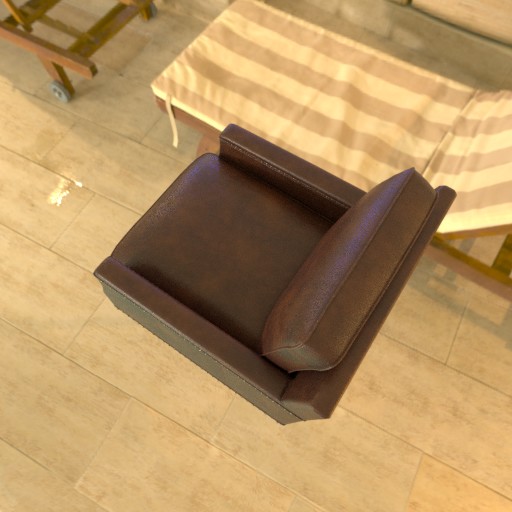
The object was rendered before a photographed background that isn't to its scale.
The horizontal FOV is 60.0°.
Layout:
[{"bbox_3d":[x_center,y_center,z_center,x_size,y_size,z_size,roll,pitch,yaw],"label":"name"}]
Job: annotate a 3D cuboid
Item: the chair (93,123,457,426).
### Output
[{"bbox_3d":[0.000,0.000,1.704,1.014,0.929,0.853,31,68,14],"label":"chair"}]
